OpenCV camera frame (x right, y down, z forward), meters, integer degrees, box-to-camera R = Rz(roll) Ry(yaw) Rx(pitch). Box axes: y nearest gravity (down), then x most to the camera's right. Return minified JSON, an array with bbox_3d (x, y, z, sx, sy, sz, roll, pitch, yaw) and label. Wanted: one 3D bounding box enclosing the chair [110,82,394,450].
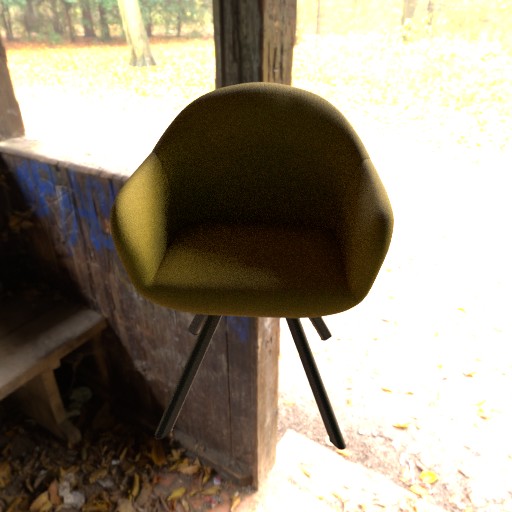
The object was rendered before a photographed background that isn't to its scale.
[{"bbox_3d":[0.000,0.000,1.171,0.590,0.795,0.550,2,30,3],"label":"chair"}]
